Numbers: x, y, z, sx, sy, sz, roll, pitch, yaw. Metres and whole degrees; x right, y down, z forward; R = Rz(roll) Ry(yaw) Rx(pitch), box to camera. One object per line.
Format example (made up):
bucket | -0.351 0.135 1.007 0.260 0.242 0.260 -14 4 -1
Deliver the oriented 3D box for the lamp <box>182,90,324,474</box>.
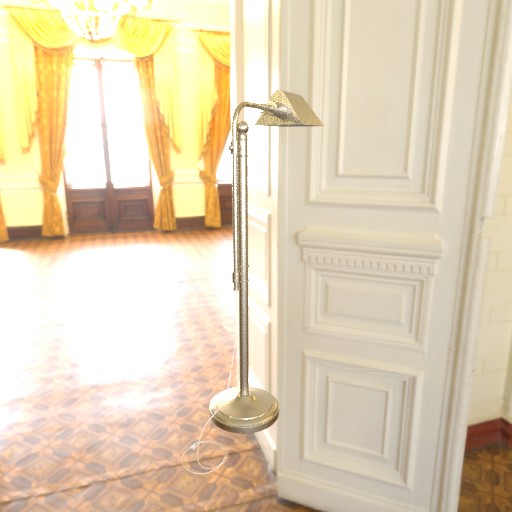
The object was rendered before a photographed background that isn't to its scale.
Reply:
lamp | 0.000 0.000 0.973 0.159 0.708 0.546 7 16 26
